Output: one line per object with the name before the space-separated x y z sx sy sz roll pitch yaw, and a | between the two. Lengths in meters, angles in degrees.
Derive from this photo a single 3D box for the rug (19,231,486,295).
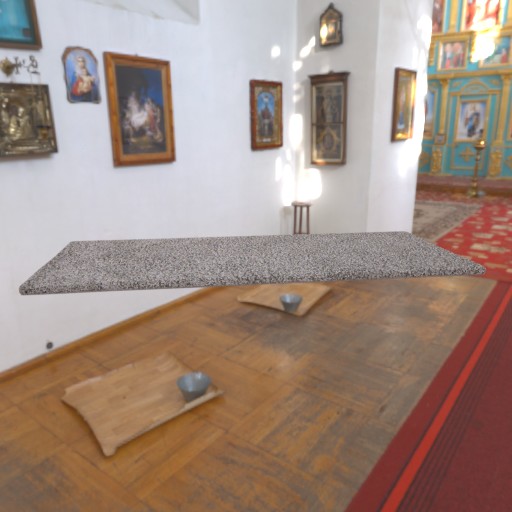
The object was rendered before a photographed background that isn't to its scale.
rug | 0.000 0.000 1.715 1.524 0.030 0.609 -2 15 -8
